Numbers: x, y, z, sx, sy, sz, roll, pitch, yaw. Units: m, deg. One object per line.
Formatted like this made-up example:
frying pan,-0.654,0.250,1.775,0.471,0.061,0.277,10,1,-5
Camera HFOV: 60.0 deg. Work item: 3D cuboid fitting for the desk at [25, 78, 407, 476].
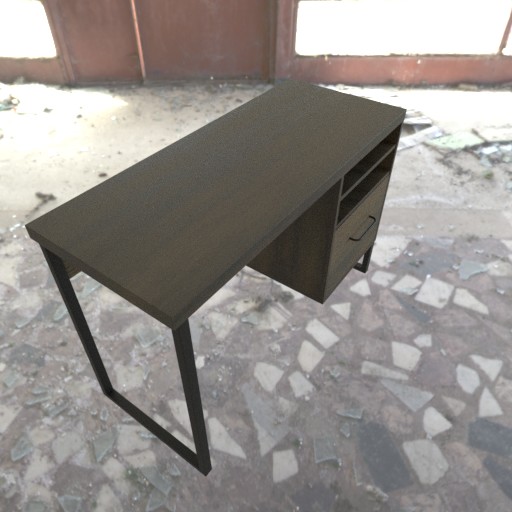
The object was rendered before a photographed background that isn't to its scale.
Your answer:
desk,0.000,0.000,1.512,0.511,0.752,1.134,26,48,26
